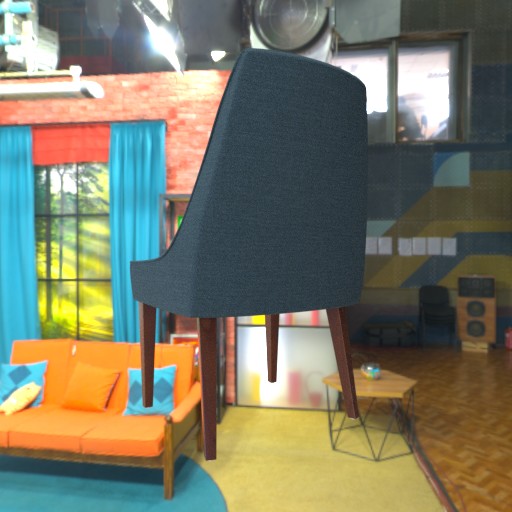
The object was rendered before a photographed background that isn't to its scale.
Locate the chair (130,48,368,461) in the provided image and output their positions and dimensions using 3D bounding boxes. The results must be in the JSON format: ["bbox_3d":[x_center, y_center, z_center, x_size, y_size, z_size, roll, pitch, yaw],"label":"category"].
[{"bbox_3d":[0.000,0.000,1.187,0.529,0.861,0.544,0,1,-33],"label":"chair"}]
